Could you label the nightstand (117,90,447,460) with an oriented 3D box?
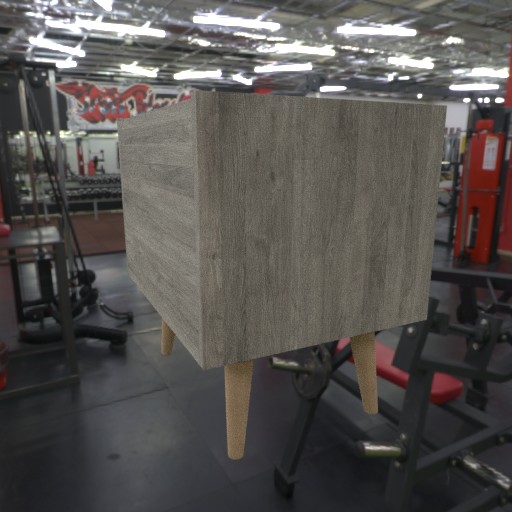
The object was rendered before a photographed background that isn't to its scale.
[{"bbox_3d":[0.000,0.000,0.813,0.380,0.500,0.480,-7,15,-26],"label":"nightstand"}]
